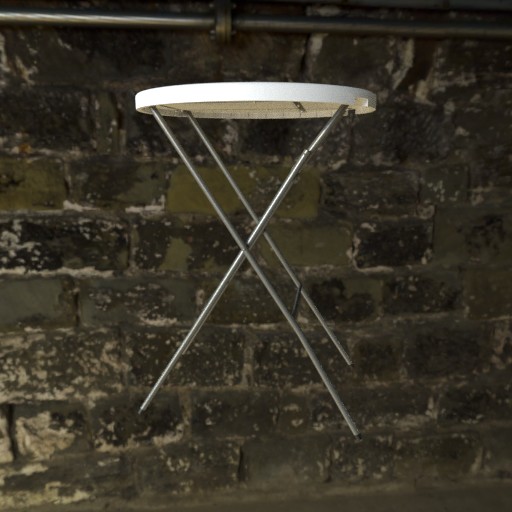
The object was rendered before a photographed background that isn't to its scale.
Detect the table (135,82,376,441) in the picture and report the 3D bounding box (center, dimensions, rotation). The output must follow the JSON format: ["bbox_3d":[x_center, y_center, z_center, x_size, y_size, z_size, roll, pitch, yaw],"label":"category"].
[{"bbox_3d":[0.000,0.000,1.637,0.795,1.105,0.792,2,14,9],"label":"table"}]
